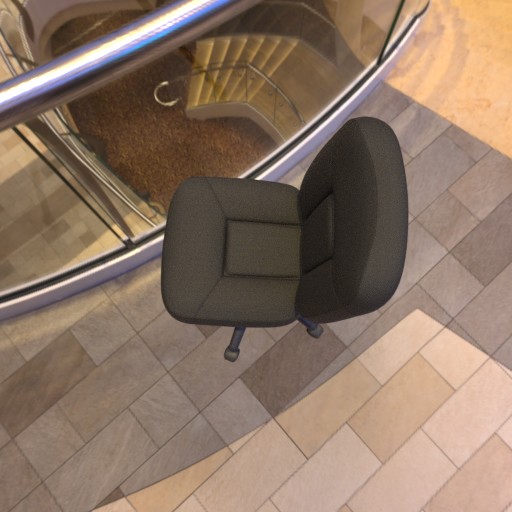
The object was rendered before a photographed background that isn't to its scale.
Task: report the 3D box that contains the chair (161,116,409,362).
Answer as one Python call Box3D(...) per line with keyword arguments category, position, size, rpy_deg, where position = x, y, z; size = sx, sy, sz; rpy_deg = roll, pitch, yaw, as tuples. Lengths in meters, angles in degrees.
Box3D(category="chair", position=(0.000, 0.000, 1.345), size=(0.610, 0.972, 0.610), rpy_deg=(2, 75, 1))
